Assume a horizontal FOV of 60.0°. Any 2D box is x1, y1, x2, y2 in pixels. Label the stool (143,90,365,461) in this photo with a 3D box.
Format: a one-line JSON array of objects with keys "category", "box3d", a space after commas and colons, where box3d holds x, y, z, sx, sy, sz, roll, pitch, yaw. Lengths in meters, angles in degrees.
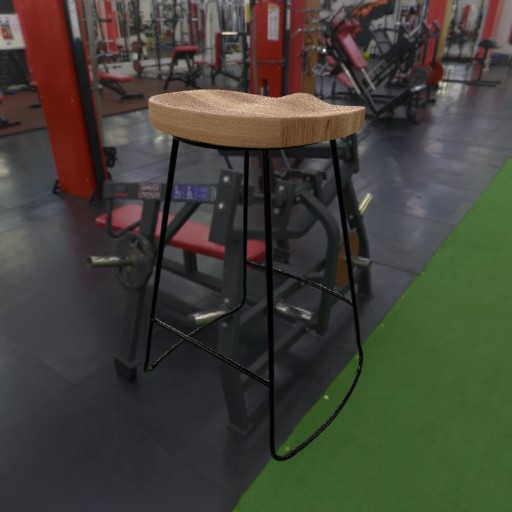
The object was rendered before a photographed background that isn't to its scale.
[{"category": "stool", "box3d": [0.000, 0.000, 0.993, 0.480, 0.679, 0.401, 20, 34, 33]}]
